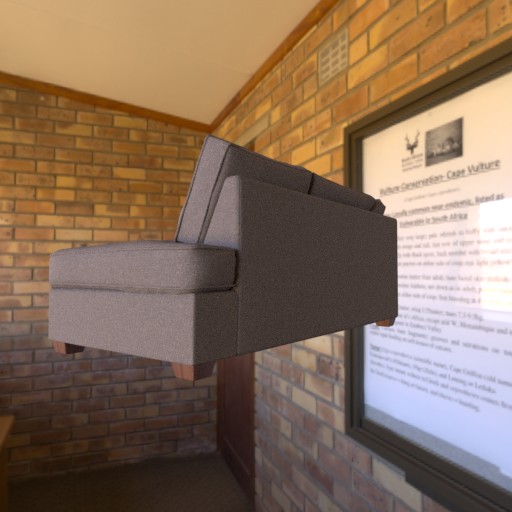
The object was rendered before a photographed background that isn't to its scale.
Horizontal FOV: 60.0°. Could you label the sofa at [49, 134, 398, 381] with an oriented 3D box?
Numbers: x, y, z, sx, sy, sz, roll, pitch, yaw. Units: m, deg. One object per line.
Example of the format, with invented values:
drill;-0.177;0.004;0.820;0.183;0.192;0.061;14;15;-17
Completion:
sofa;0.000;0.000;2.852;1.110;1.033;2.237;-1;-2;37
